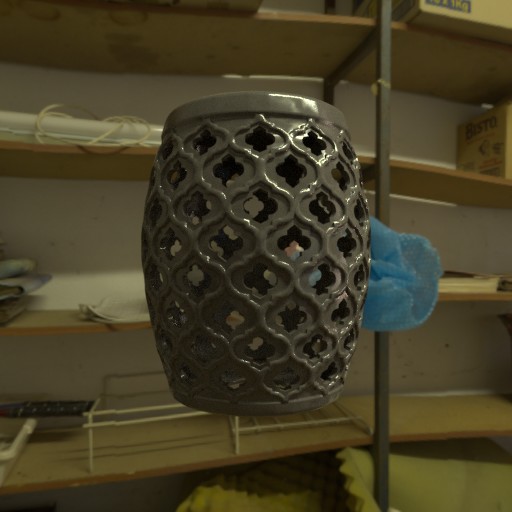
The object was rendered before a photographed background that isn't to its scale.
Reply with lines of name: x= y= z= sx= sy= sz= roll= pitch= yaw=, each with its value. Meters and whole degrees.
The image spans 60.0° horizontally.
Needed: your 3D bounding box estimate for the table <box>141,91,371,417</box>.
table: x=0.000 y=0.000 z=0.646 sx=0.325 sy=0.388 sz=0.325 roll=0 pitch=-1 yaw=0
